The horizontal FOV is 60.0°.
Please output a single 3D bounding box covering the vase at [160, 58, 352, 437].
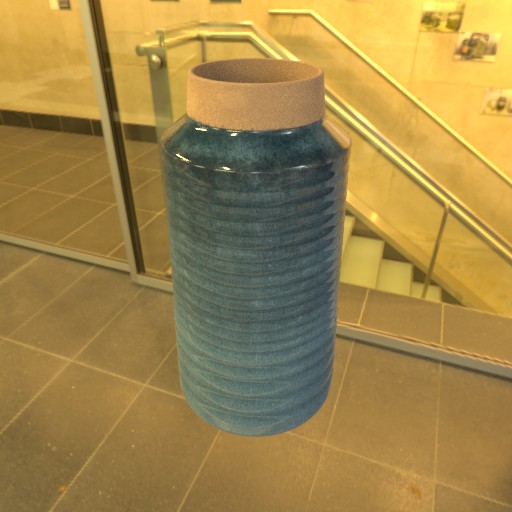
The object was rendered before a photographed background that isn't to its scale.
[{"bbox_3d":[0.000,0.000,0.400,0.163,0.316,0.163,0,33,0],"label":"vase"}]
